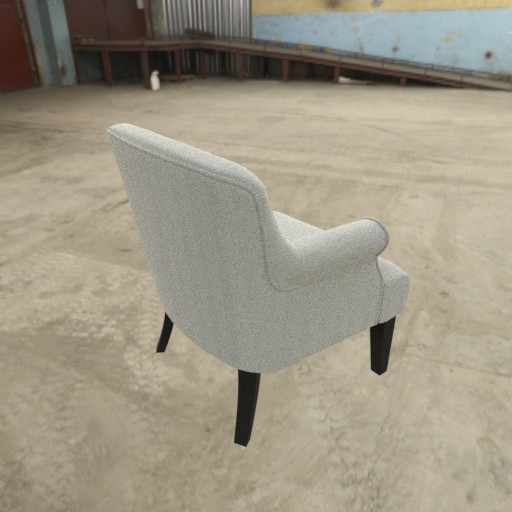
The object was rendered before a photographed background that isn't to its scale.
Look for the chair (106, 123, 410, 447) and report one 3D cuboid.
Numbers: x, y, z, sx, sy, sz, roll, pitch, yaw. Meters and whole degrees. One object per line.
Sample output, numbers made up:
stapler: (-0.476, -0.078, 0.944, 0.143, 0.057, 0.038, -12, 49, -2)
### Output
chair: (0.000, 0.000, 1.474, 0.750, 0.875, 0.781, -19, 32, -33)
